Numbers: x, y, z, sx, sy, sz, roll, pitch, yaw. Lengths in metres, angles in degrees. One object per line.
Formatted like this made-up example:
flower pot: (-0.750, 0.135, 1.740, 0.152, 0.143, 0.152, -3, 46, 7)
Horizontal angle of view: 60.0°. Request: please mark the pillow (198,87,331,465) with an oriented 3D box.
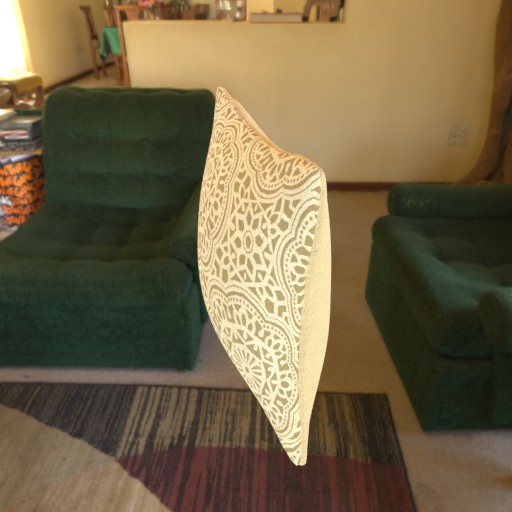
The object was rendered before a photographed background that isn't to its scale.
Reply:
pillow: (0.000, 0.000, 0.674, 0.167, 0.421, 0.438, -8, 31, -14)
